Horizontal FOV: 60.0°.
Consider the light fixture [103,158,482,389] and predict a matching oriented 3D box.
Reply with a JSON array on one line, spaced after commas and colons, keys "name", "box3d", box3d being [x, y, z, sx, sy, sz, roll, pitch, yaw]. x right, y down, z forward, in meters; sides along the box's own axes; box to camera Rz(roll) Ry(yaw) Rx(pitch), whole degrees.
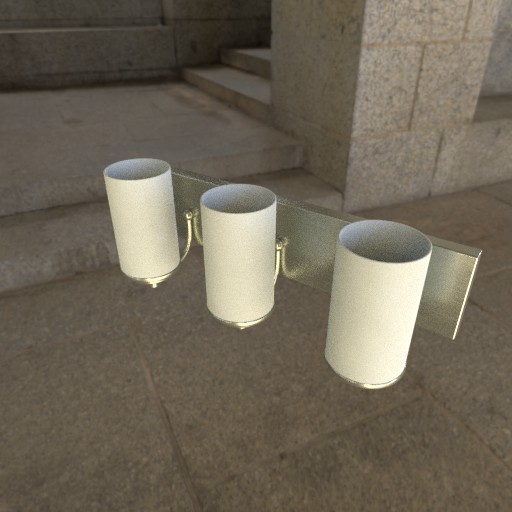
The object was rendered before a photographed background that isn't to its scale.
[{"name": "light fixture", "box3d": [0.000, 0.000, 0.528, 0.451, 0.172, 0.145, 20, 36, 30]}]
